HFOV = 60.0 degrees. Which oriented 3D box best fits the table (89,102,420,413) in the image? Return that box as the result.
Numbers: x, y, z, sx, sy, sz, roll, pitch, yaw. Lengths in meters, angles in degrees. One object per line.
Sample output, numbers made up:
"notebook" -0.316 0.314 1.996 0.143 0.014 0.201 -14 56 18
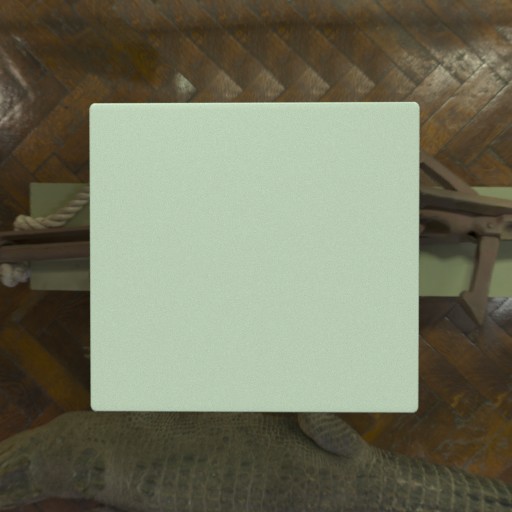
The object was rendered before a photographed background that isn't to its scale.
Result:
"table" 0.000 0.000 0.993 0.533 0.563 0.500 0 91 1
